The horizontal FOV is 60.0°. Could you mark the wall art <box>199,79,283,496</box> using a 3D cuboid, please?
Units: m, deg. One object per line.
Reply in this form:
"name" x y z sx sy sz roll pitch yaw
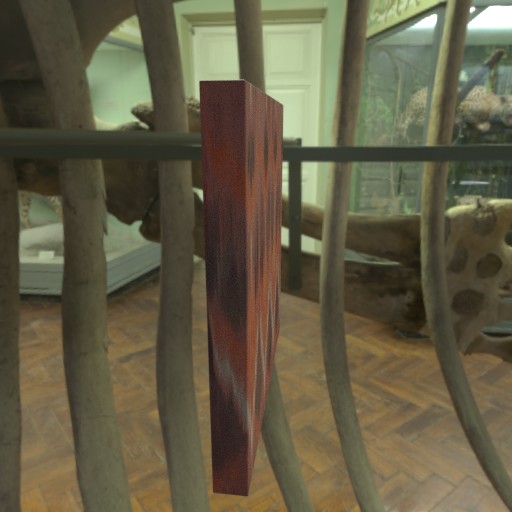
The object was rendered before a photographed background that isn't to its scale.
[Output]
"wall art" 0.000 0.000 0.599 0.038 0.406 0.403 2 16 7
